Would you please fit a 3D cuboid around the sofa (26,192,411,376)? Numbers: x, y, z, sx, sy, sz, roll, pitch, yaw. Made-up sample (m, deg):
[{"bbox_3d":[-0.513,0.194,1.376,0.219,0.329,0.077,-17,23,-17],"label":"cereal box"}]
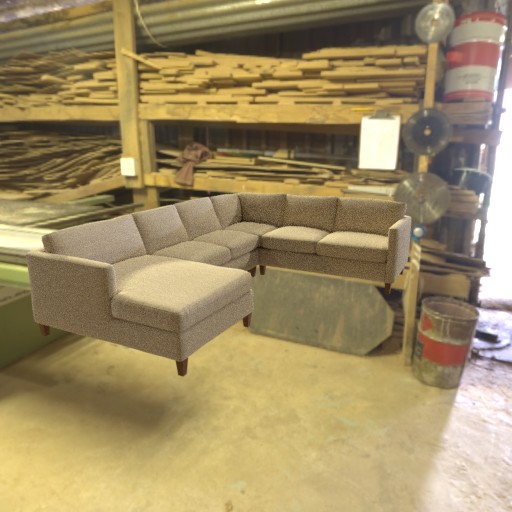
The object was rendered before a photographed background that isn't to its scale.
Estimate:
[{"bbox_3d":[0.000,0.000,4.626,2.594,0.961,3.460,7,16,27],"label":"sofa"}]
